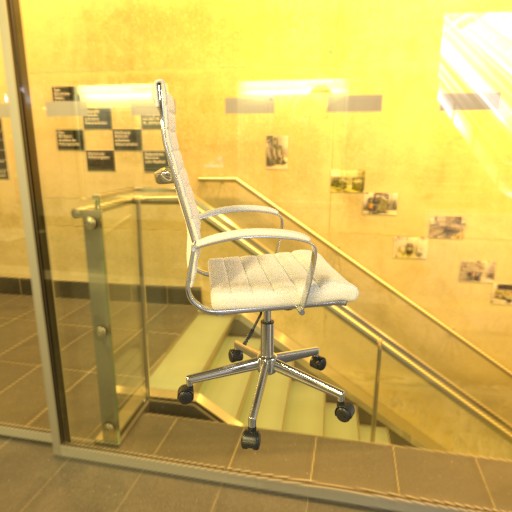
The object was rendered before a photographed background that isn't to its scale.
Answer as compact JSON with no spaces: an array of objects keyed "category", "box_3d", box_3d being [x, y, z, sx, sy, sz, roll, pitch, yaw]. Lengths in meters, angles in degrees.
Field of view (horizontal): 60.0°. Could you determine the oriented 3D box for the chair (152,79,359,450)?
[{"category":"chair","box_3d":[0.000,0.000,1.620,0.679,1.149,0.679,-2,14,-7]}]
